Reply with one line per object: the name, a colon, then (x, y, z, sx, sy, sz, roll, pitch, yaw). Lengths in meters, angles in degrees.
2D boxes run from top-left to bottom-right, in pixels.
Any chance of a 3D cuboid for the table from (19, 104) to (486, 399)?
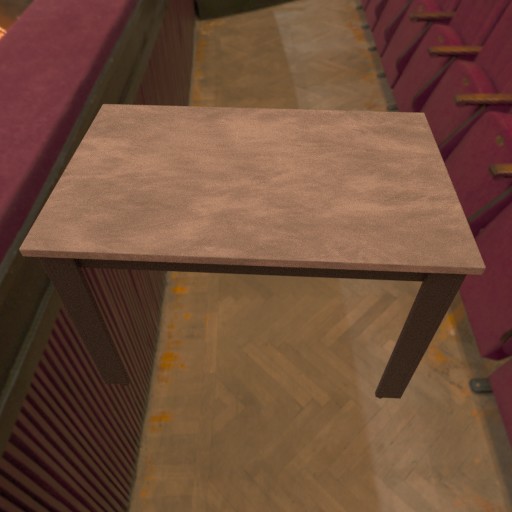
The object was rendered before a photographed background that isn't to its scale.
table: (0.000, 0.000, 1.547, 1.100, 0.734, 0.700, 2, 47, 2)
